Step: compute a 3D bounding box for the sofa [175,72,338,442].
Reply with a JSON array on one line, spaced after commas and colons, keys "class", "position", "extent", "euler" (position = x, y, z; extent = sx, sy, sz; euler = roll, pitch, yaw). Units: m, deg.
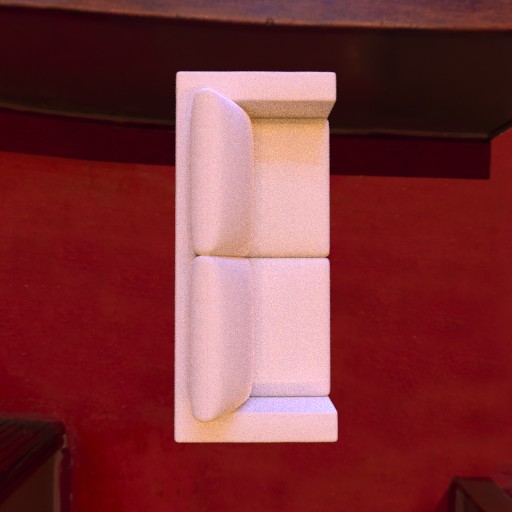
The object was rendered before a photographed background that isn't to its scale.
[{"class": "sofa", "position": [0.000, 0.000, 2.756], "extent": [0.954, 0.881, 2.163], "euler": [0, 89, -1]}]
